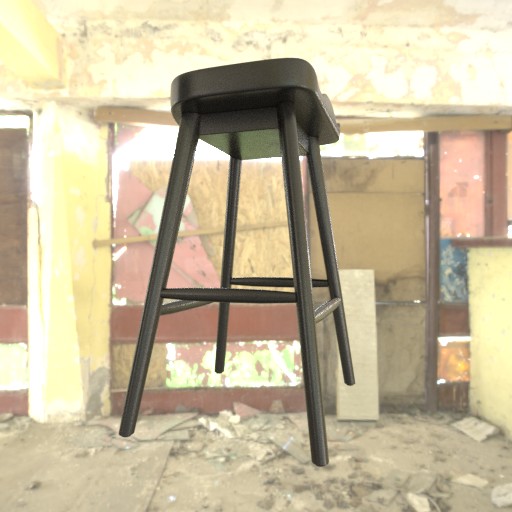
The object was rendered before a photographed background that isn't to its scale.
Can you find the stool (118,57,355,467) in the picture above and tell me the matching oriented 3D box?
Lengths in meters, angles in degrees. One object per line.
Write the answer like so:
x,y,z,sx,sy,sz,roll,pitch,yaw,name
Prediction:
0.000,0.000,0.904,0.361,0.615,0.440,0,1,18,stool
